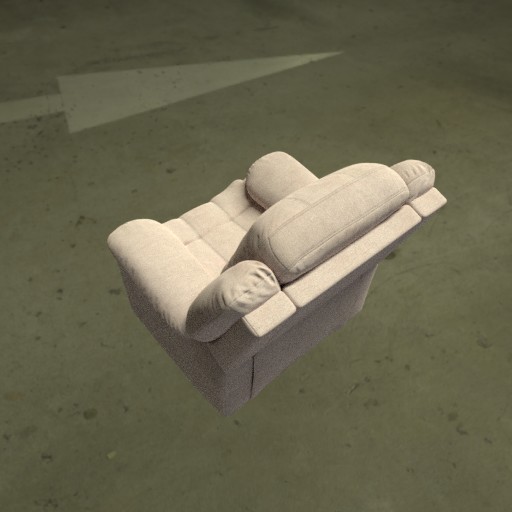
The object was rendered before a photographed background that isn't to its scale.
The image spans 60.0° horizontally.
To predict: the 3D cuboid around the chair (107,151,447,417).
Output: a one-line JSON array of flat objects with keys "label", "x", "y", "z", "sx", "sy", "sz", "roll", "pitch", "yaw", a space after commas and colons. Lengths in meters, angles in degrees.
[{"label": "chair", "x": 0.000, "y": 0.000, "z": 1.724, "sx": 0.899, "sy": 1.008, "sz": 0.944, "roll": -31, "pitch": 54, "yaw": -27}]
